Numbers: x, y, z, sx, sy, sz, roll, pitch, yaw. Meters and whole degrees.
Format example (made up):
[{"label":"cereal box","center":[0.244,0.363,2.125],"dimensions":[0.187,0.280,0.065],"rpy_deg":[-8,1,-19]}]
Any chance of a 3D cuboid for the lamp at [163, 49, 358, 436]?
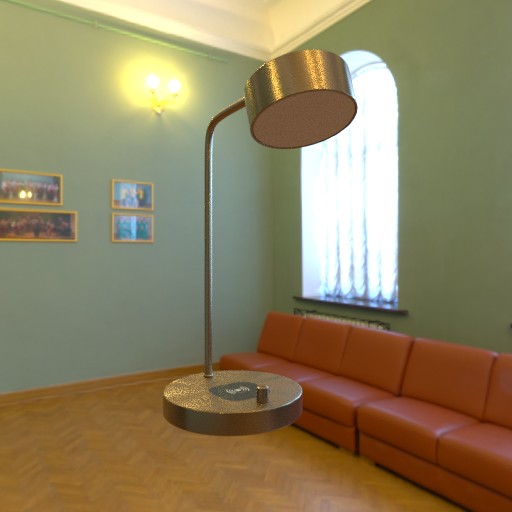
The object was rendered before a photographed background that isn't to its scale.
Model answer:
[{"label":"lamp","center":[0.000,0.000,0.510],"dimensions":[0.171,0.380,0.270],"rpy_deg":[0,0,-35]}]
